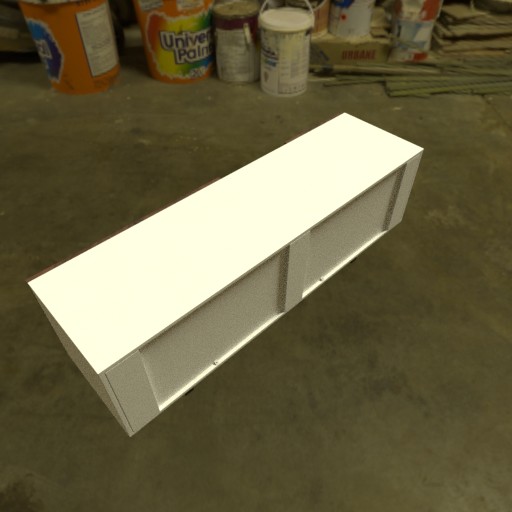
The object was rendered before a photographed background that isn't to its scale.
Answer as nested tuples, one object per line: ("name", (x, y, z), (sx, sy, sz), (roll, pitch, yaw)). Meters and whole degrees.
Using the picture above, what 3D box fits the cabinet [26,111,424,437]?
("cabinet", (0.000, 0.000, 1.771), (1.499, 0.533, 0.431), (-34, 55, -28))
